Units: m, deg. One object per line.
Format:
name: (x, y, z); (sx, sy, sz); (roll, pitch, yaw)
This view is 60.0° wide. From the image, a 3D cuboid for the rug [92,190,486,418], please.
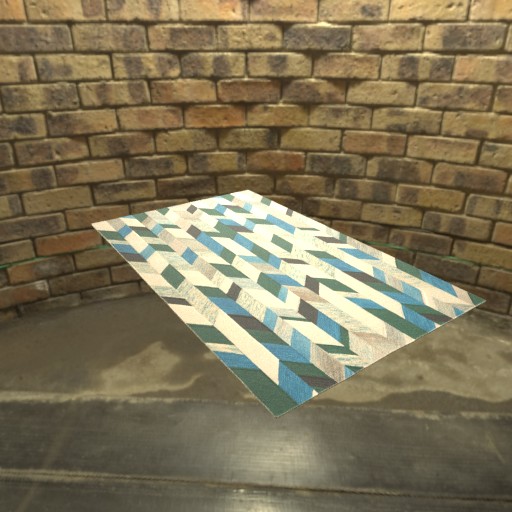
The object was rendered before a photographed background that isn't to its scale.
rug: (0.000, 0.000, 3.012); (1.507, 0.007, 2.433); (-17, 31, -31)
